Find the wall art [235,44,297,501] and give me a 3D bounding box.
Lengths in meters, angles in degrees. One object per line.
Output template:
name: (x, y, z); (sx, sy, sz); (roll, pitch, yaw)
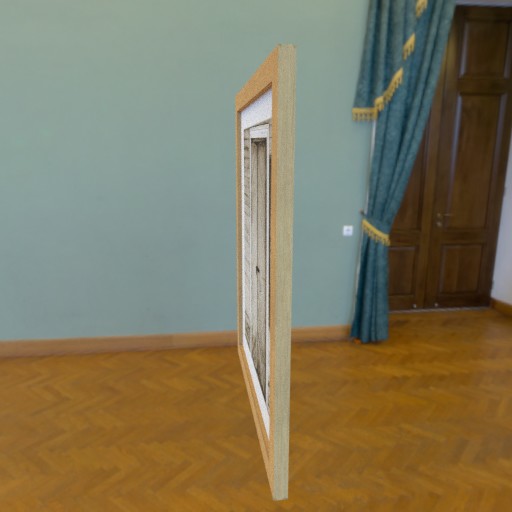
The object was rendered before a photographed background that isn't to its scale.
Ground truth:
wall art: (0.000, 0.000, 0.748); (0.020, 0.561, 0.460); (-2, 13, -8)
